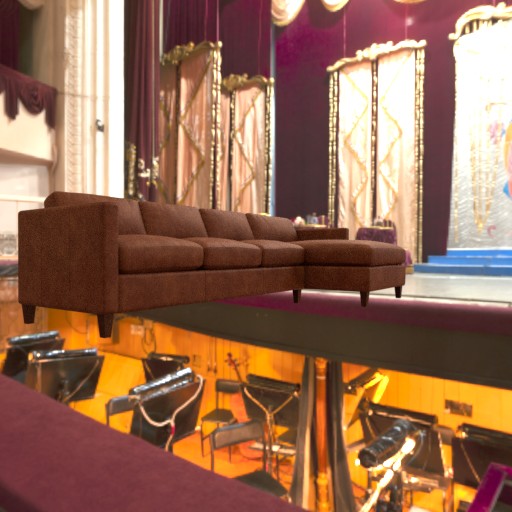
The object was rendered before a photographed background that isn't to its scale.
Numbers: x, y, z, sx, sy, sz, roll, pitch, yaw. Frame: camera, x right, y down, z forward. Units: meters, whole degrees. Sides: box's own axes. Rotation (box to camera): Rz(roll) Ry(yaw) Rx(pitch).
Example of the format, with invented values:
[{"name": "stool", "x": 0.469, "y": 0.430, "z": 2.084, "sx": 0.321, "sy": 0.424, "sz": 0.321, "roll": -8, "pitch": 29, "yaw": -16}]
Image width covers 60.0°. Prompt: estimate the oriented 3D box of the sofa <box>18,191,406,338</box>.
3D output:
[{"name": "sofa", "x": 0.000, "y": 0.000, "z": 3.757, "sx": 1.581, "sy": 0.883, "sz": 3.203, "roll": 0, "pitch": 0, "yaw": 36}]
